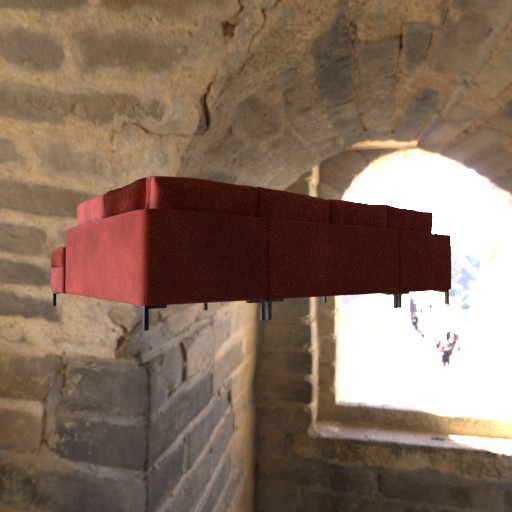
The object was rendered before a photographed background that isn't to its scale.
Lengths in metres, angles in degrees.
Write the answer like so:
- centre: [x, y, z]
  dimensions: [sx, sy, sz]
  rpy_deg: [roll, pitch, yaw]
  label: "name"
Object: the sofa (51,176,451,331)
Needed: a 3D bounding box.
- centre: [0.000, 0.000, 3.902]
  dimensions: [2.971, 0.858, 1.981]
  rpy_deg: [1, -2, -37]
  label: "sofa"
